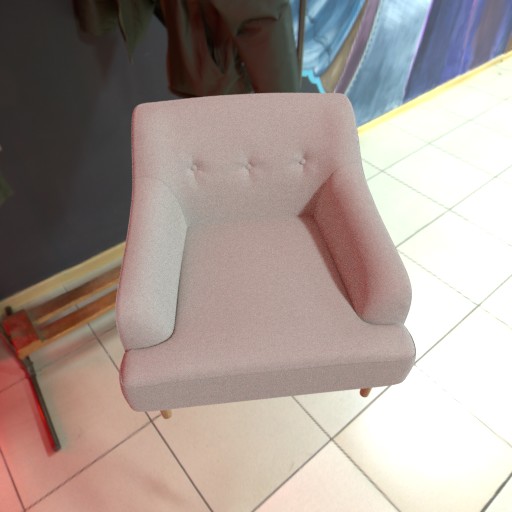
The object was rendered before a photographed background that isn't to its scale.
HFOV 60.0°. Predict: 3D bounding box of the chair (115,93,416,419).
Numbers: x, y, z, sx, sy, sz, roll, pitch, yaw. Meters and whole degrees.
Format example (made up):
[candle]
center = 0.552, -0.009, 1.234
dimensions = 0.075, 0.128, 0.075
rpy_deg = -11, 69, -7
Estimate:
[chair]
center = 0.000, 0.000, 1.641
dimensions = 0.946, 0.818, 0.951
rpy_deg = -5, 47, -4
